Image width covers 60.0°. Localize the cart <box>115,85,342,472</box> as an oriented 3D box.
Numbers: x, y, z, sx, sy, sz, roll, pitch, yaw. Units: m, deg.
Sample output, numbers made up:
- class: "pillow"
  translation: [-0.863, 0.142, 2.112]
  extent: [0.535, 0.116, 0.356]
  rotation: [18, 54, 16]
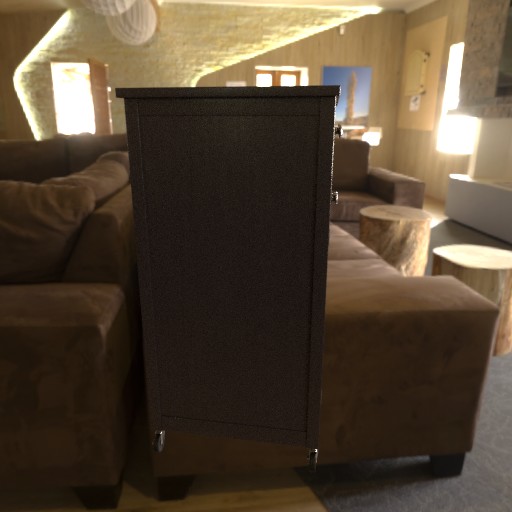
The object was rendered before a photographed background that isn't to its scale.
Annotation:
- class: "cart"
  translation: [0.000, 0.000, 1.290]
  extent: [0.449, 0.878, 0.690]
  rotation: [3, 17, 9]
